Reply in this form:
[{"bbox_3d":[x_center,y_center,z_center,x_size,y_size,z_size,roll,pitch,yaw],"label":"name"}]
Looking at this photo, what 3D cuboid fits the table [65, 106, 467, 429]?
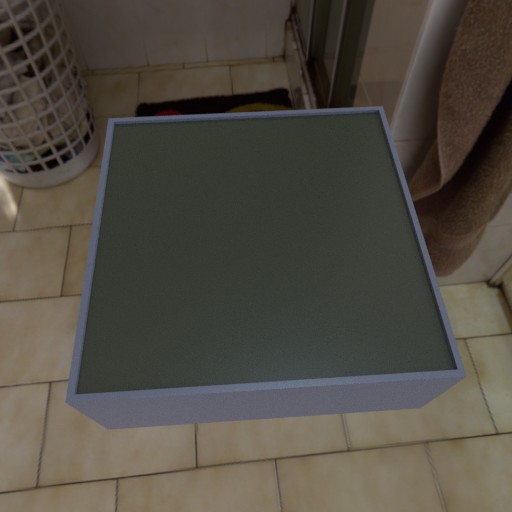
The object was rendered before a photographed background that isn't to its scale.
[{"bbox_3d":[0.000,0.000,1.216,0.801,0.299,0.801,-3,59,-2],"label":"table"}]
